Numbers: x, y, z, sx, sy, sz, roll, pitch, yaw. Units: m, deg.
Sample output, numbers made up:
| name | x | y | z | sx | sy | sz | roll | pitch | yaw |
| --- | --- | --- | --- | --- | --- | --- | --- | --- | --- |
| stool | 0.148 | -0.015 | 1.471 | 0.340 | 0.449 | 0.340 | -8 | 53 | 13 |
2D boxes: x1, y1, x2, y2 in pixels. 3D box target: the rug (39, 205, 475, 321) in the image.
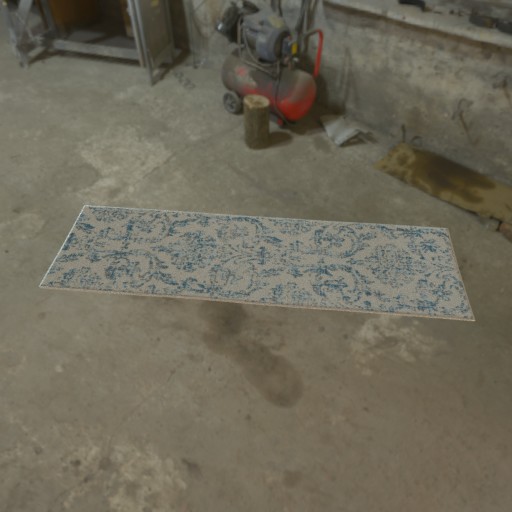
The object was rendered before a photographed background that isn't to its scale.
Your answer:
| name | x | y | z | sx | sy | sz | roll | pitch | yaw |
| --- | --- | --- | --- | --- | --- | --- | --- | --- | --- |
| rug | 0.000 | 0.000 | 2.443 | 2.196 | 0.011 | 0.662 | 4 | 47 | 4 |
